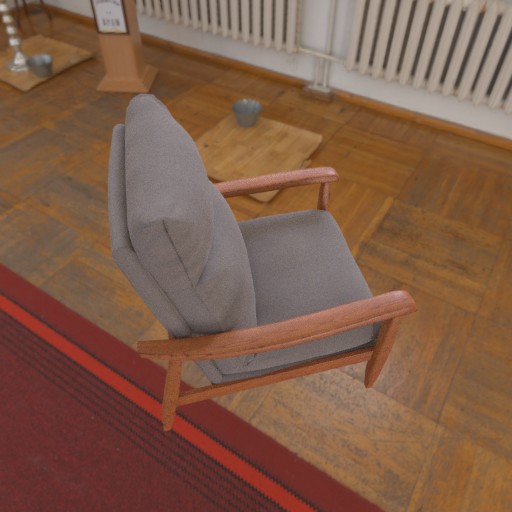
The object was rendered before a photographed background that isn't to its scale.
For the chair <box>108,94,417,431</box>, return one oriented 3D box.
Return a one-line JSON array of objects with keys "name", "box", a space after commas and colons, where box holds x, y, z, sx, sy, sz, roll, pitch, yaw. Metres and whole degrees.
[{"name": "chair", "box": [0.000, 0.000, 1.514, 0.816, 0.922, 0.782, -9, 46, -9]}]
